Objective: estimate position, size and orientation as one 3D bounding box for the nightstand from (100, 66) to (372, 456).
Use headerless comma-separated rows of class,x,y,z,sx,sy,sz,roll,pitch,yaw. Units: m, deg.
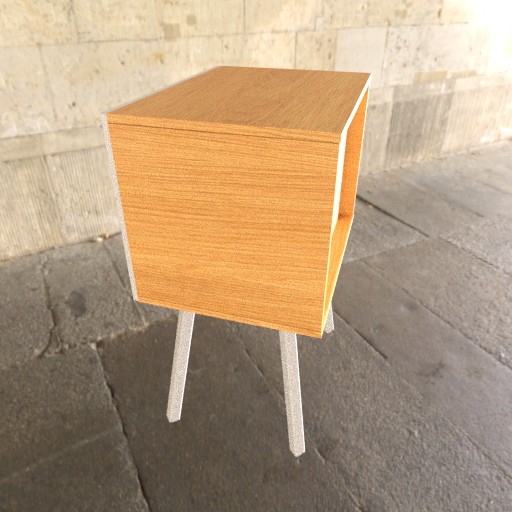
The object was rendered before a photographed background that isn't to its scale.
nightstand,0.000,0.000,0.837,0.316,0.601,0.400,9,33,14
